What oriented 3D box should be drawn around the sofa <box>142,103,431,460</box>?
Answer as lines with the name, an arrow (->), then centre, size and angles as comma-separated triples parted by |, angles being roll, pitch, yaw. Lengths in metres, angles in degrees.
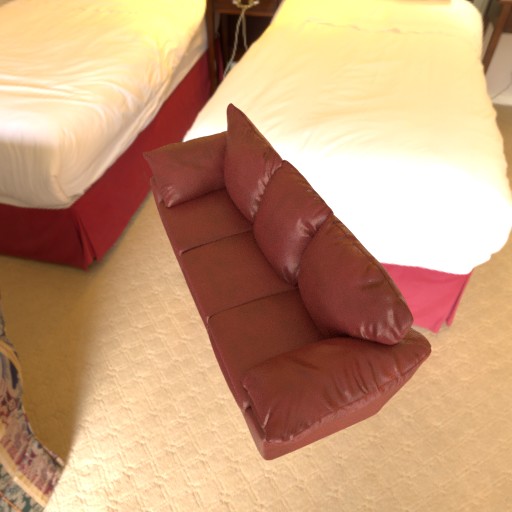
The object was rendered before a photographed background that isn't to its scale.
sofa -> 0.000, 0.000, 2.841 | 0.907, 1.091, 2.390 | -17, 48, -16
